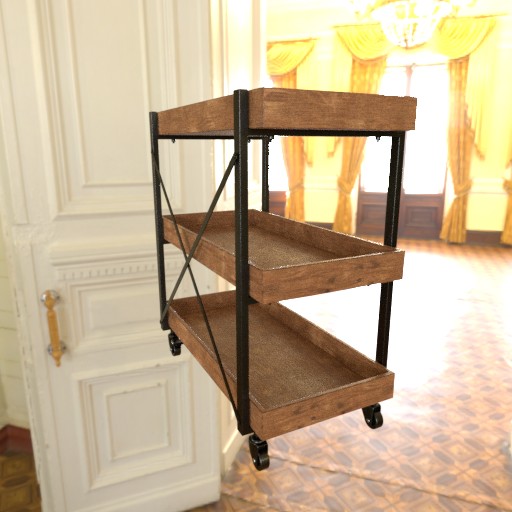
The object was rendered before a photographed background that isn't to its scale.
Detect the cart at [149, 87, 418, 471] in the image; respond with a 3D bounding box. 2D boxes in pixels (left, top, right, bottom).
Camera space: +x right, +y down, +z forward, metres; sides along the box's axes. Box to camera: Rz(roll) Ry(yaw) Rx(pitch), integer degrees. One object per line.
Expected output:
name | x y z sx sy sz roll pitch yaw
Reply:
cart | 0.000 0.000 1.249 0.411 0.800 0.750 -7 16 -26
